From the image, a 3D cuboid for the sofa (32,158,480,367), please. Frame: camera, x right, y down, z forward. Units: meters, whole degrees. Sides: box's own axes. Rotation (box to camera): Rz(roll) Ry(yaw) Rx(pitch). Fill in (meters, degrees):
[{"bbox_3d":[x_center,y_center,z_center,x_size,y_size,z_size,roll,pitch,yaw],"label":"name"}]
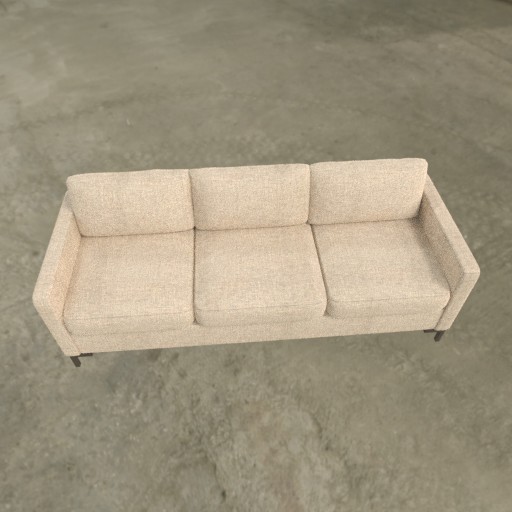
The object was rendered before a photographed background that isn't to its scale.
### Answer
[{"bbox_3d":[0.000,0.000,2.592,2.218,0.874,0.859,-3,48,-3],"label":"sofa"}]
